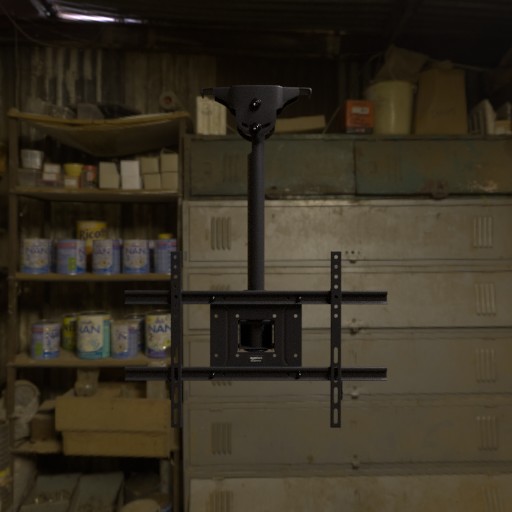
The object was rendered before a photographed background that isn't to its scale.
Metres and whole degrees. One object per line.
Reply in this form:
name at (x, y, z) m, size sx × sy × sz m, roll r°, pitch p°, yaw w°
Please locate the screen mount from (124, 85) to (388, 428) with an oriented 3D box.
screen mount at (0.000, 0.000, 1.041) m, size 0.595 × 0.775 × 0.090 m, roll 0°, pitch 1°, yaw 0°
